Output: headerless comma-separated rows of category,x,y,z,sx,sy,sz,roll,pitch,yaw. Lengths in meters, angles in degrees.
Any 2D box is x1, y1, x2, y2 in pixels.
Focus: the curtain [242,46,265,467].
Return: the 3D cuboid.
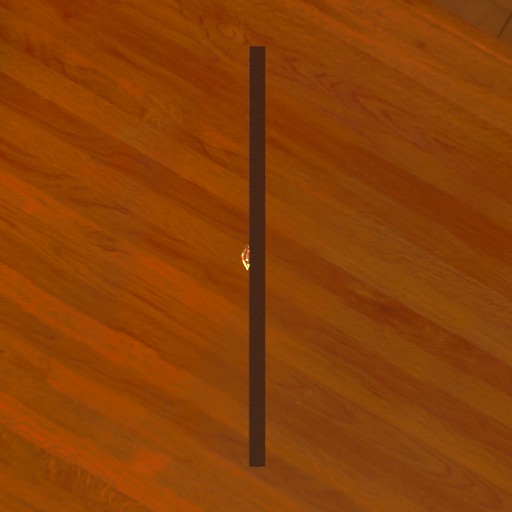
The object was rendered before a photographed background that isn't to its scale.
curtain,0.000,0.000,0.802,0.027,0.585,0.483,0,90,1
